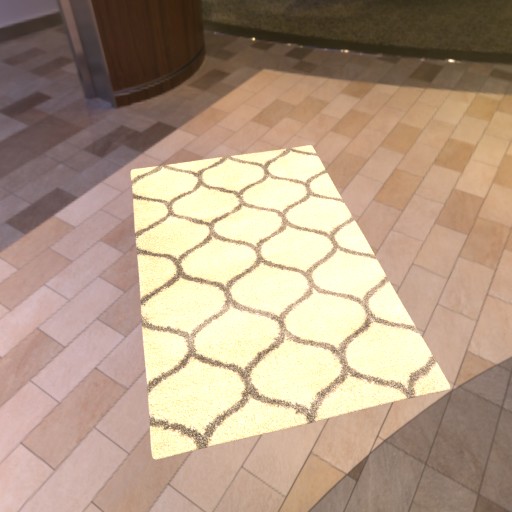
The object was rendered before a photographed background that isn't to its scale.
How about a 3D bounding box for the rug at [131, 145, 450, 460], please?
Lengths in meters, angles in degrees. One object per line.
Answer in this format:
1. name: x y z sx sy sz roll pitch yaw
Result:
1. rug: 0.000 0.000 3.443 1.801 0.026 2.701 -10 48 -9
